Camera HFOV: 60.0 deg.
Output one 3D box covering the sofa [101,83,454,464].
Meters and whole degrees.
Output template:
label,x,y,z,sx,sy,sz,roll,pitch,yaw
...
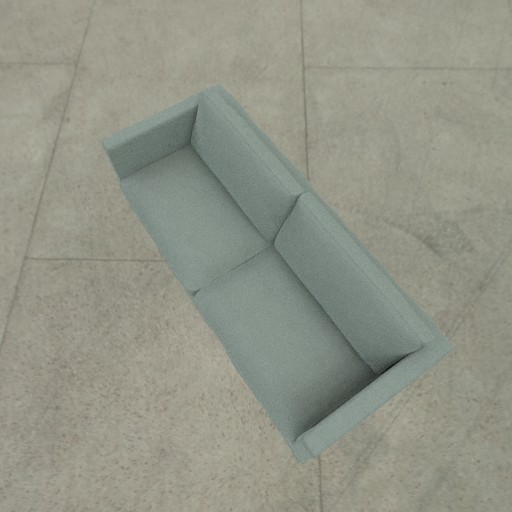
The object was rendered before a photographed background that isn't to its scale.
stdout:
label,x,y,z,sx,sy,sz,roll,pitch,yaw
sofa,0.000,0.000,2.832,0.962,0.853,2.312,-32,68,-14
